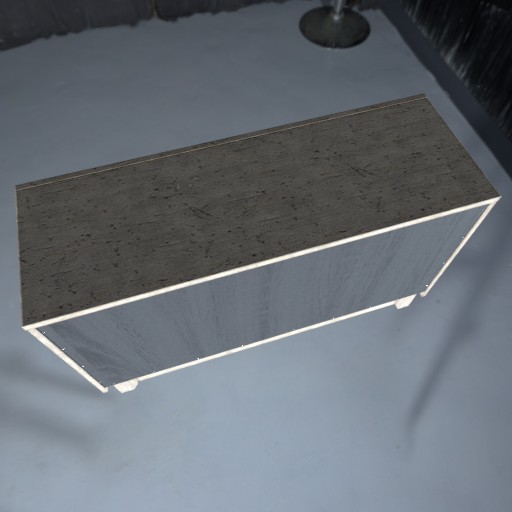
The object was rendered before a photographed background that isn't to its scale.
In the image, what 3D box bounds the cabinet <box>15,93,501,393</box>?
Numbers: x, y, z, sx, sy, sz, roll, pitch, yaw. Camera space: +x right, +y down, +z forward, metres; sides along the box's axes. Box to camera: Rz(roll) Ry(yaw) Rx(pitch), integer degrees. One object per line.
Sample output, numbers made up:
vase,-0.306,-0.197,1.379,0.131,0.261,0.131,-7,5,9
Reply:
cabinet,0.000,0.000,1.763,1.460,0.825,0.511,-15,61,-9
